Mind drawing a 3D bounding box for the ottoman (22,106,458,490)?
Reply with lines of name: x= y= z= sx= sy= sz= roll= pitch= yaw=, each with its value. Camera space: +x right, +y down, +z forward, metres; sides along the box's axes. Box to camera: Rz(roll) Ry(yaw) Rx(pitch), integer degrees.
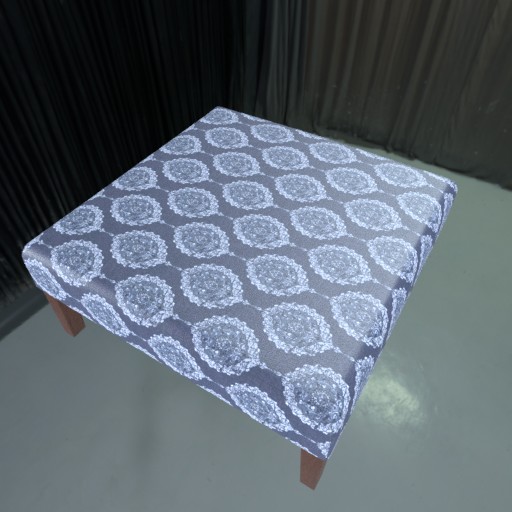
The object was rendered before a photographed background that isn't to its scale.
ottoman: x=0.000 y=0.000 z=1.341 sx=0.890 sy=0.409 sz=0.889 roll=24 pitch=51 yaw=21
